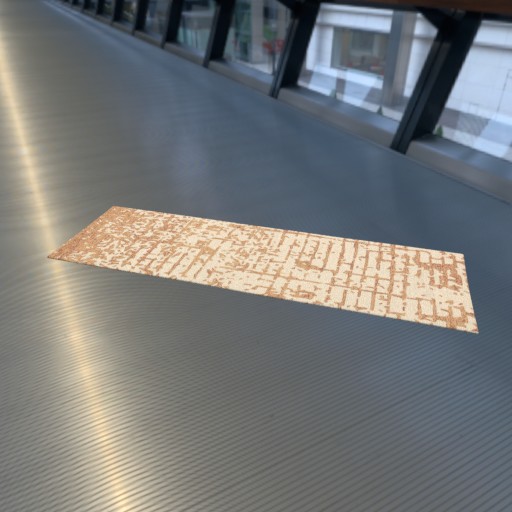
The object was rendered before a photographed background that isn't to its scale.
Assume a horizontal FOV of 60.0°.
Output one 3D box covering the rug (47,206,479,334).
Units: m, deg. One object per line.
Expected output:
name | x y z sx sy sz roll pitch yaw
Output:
rug | 0.000 0.000 2.711 2.435 0.011 0.750 9 33 14
